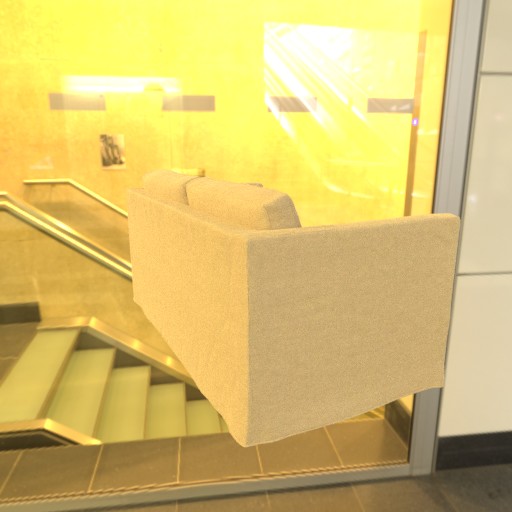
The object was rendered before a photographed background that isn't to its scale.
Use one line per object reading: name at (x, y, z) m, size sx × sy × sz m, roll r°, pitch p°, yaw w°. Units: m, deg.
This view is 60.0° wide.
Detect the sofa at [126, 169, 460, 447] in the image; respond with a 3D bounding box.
sofa at (0.000, 0.000, 2.280) m, size 0.962 × 0.835 × 1.719 m, roll -7°, pitch 16°, yaw -26°
